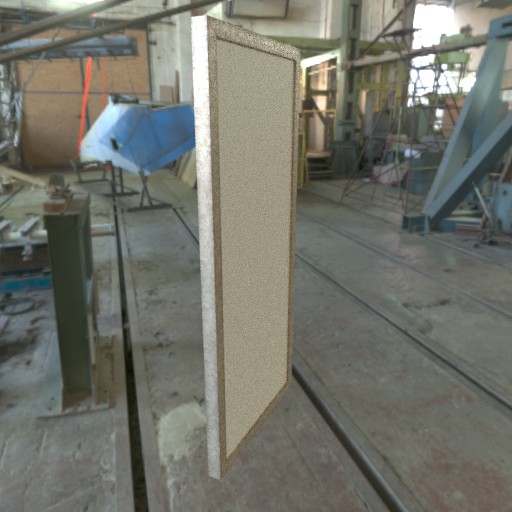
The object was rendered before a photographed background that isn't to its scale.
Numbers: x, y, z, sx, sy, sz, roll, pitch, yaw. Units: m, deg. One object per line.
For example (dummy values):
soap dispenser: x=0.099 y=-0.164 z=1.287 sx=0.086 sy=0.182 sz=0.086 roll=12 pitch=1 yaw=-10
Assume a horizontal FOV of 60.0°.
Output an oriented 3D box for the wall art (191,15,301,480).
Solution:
wall art: x=0.000 y=0.000 z=1.621 sx=0.051 sy=1.461 sz=0.648 roll=9 pitch=19 yaw=25
